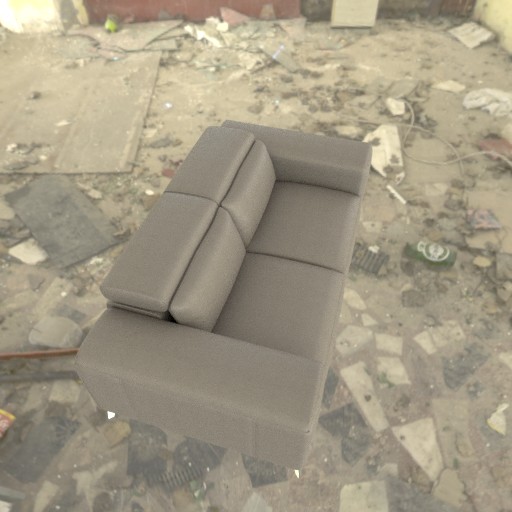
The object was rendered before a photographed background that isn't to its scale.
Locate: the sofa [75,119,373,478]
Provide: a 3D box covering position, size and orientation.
[{"bbox_3d":[0.000,0.000,2.458,1.024,0.753,1.930,13,49,11],"label":"sofa"}]
